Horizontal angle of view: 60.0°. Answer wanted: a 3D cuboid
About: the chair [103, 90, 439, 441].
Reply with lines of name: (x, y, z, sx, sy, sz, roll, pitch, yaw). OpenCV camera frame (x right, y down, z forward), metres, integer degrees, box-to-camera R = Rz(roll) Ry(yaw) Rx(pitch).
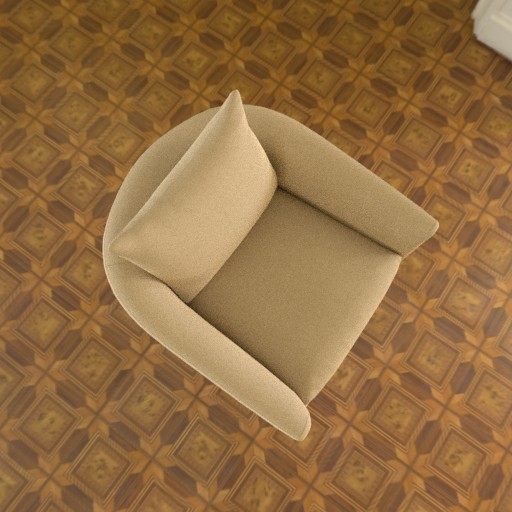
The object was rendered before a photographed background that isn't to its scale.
chair: (0.000, 0.000, 1.571, 0.910, 0.848, 0.845, 34, 78, 8)
